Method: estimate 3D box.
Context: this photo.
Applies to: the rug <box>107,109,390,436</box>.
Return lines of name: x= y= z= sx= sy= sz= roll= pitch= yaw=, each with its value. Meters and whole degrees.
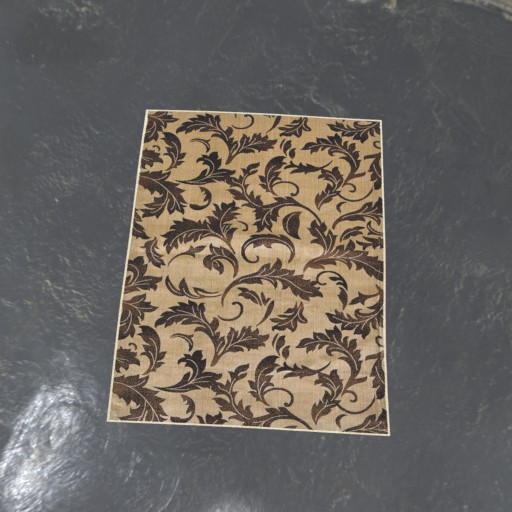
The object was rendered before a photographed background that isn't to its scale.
rug: x=0.000 y=0.000 z=4.073 sx=2.380 sy=0.008 sz=2.977 roll=3 pitch=75 yaw=1
